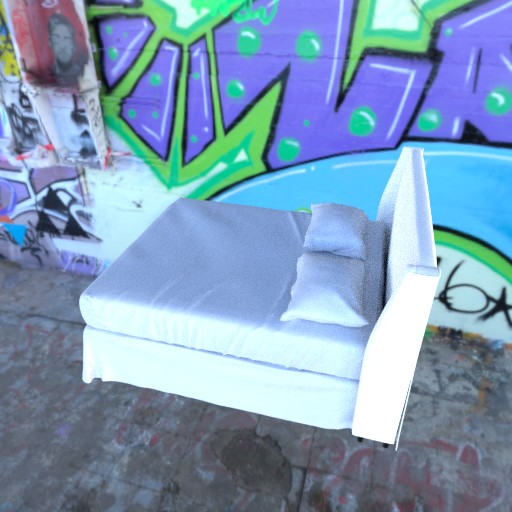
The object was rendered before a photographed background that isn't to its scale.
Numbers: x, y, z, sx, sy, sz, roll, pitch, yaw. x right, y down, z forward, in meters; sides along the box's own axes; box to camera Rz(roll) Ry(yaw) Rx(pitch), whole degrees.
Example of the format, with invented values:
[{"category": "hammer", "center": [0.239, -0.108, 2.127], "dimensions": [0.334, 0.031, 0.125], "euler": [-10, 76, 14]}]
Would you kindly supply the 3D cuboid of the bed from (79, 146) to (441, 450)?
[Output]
[{"category": "bed", "center": [0.000, 0.000, 3.366], "dimensions": [2.276, 1.332, 1.925], "euler": [8, 33, 13]}]
